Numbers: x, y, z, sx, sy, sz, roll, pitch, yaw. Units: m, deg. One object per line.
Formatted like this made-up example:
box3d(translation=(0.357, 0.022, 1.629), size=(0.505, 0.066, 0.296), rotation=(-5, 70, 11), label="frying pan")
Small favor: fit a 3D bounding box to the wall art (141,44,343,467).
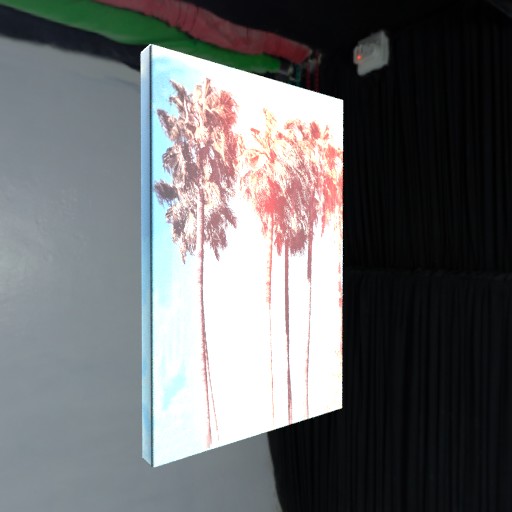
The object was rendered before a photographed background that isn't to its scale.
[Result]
box3d(translation=(0.000, 0.000, 0.769), size=(0.401, 0.610, 0.038), rotation=(-1, 1, -37), label="wall art")
